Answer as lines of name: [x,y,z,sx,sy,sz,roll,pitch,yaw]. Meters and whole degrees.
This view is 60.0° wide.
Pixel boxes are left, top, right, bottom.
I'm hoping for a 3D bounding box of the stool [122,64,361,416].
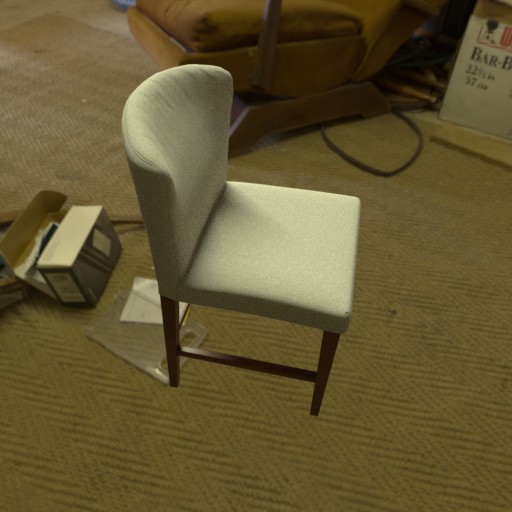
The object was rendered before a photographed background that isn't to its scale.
stool: [0.000,0.000,1.301,0.568,0.968,0.479,9,46,9]
